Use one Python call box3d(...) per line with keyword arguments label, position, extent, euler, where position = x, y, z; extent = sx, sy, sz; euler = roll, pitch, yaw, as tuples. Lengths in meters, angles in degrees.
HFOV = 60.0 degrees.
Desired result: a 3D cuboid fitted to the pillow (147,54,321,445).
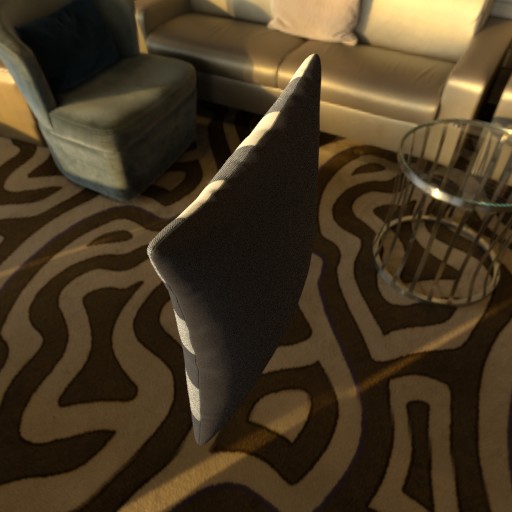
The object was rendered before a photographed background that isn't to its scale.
box3d(label="pillow", position=(0.000, 0.000, 0.775), extent=(0.161, 0.509, 0.511), euler=(18, 49, 16))
